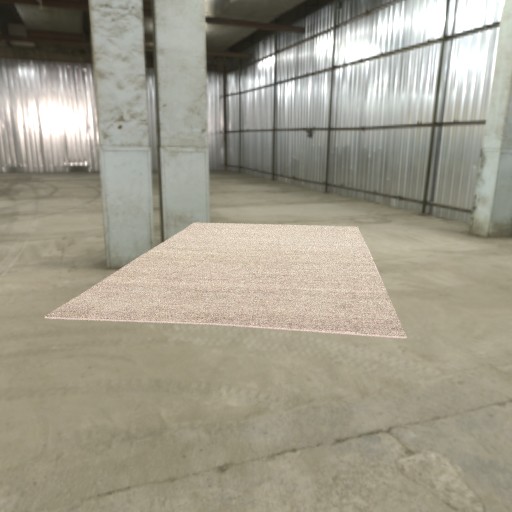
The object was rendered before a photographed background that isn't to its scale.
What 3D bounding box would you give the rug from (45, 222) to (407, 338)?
[{"bbox_3d":[0.000,0.000,2.236,1.154,0.021,1.792,2,14,8],"label":"rug"}]
